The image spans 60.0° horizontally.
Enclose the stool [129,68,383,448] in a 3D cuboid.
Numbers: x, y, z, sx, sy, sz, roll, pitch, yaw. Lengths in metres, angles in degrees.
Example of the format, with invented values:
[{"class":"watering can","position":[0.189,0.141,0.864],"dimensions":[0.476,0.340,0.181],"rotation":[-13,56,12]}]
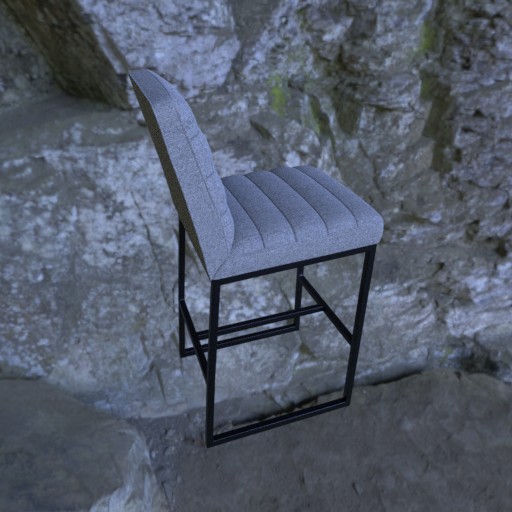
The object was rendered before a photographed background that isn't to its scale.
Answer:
[{"class":"stool","position":[0.000,0.000,1.341],"dimensions":[0.571,1.034,0.459],"rotation":[-10,32,-17]}]
